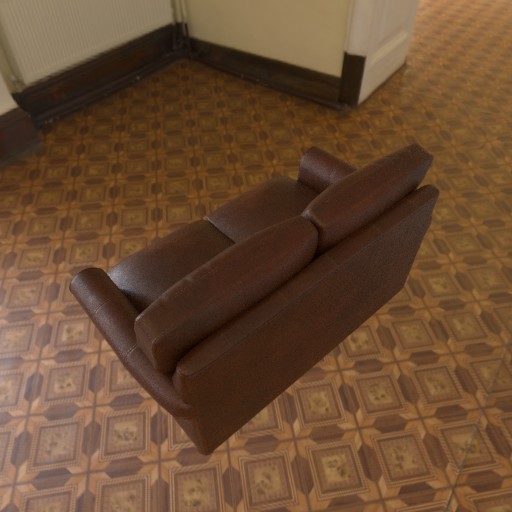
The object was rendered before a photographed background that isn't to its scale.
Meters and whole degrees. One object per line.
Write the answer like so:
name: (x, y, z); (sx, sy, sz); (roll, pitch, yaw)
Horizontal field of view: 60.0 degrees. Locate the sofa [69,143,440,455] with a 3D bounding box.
sofa: (0.000, 0.000, 2.196); (1.616, 0.976, 0.990); (-33, 55, -27)
